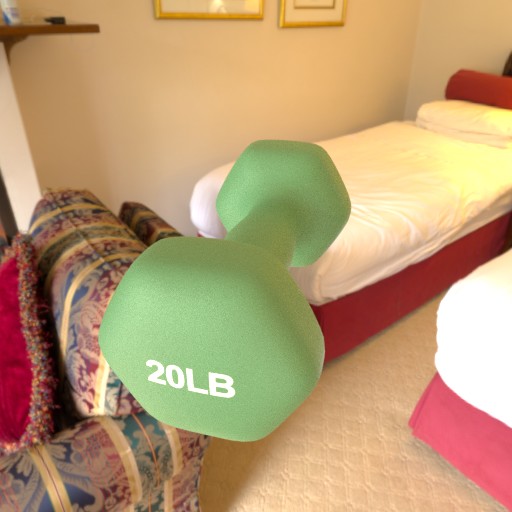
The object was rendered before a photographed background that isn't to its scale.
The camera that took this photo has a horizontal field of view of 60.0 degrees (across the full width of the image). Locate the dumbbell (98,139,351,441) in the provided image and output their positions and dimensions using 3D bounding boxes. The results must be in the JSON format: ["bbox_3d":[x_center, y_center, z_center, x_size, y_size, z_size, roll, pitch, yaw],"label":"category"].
[{"bbox_3d":[0.000,0.000,0.326,0.126,0.114,0.257,8,31,13],"label":"dumbbell"}]
